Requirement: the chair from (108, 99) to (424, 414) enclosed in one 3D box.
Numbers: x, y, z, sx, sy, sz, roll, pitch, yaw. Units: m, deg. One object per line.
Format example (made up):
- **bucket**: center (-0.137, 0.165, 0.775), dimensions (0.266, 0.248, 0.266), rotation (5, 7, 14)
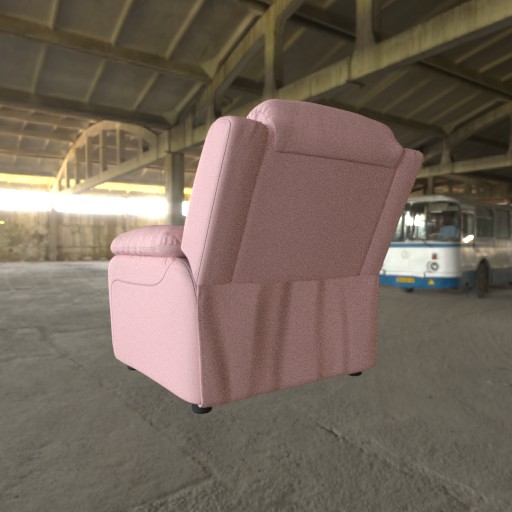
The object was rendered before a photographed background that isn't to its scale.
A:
- **chair**: center (0.000, 0.000, 1.275), dimensions (0.680, 0.702, 0.709), rotation (-1, 2, -34)
